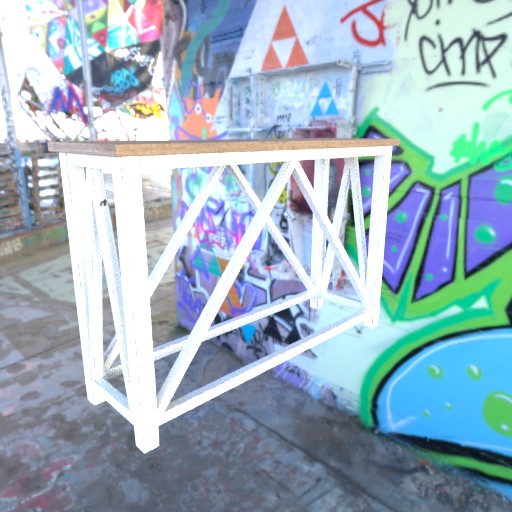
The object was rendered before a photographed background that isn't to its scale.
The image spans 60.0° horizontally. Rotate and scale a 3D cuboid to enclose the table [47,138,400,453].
[{"bbox_3d":[0.000,0.000,1.837,1.400,0.930,0.450,-15,21,-42],"label":"table"}]
